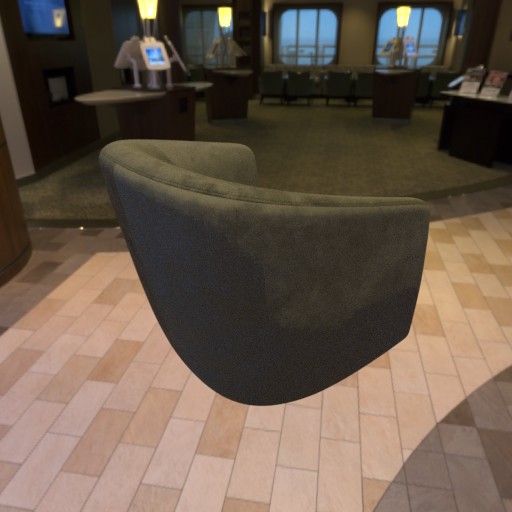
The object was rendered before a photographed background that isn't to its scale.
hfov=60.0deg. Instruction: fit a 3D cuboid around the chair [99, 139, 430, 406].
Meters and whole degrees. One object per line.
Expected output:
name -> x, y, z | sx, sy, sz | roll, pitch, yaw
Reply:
chair -> 0.000, 0.000, 1.304 | 0.767, 0.698, 0.773 | -18, 31, -32
